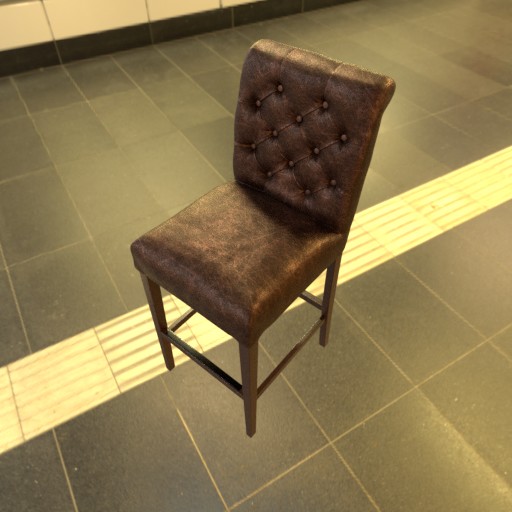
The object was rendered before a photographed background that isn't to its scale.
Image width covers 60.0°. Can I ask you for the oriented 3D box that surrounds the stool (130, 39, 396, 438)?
[{"bbox_3d":[0.000,0.000,1.516,0.483,1.168,0.659,30,53,26],"label":"stool"}]
